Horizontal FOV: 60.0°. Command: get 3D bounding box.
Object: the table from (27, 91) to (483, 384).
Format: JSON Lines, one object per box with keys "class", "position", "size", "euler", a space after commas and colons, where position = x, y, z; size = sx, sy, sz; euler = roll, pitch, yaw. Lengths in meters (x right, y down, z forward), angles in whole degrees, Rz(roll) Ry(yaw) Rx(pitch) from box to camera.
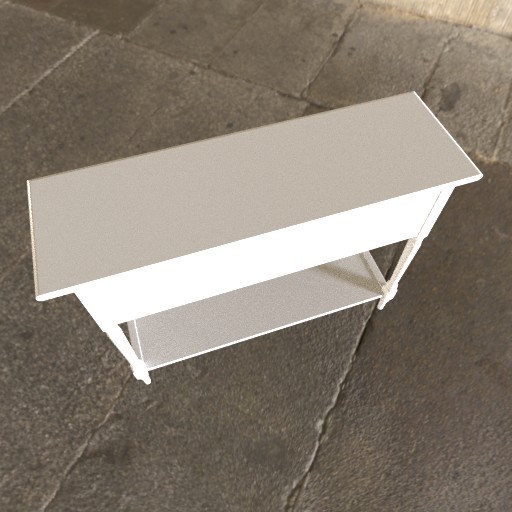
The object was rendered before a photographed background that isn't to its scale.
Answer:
{"class": "table", "position": [0.000, 0.000, 1.554], "size": [1.197, 0.808, 0.384], "euler": [-16, 59, -10]}
